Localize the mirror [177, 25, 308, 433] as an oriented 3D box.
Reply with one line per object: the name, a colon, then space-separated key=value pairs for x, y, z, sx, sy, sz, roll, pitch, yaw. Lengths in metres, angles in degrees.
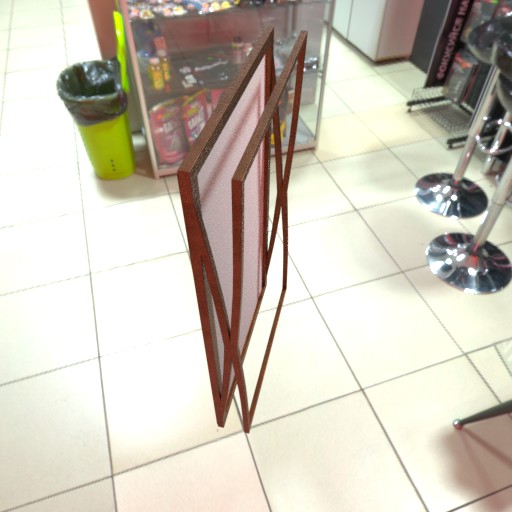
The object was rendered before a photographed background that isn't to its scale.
mirror: x=0.000 y=0.000 z=0.956 sx=0.082 sy=0.768 sz=0.468 roll=10 pitch=48 yaw=10
